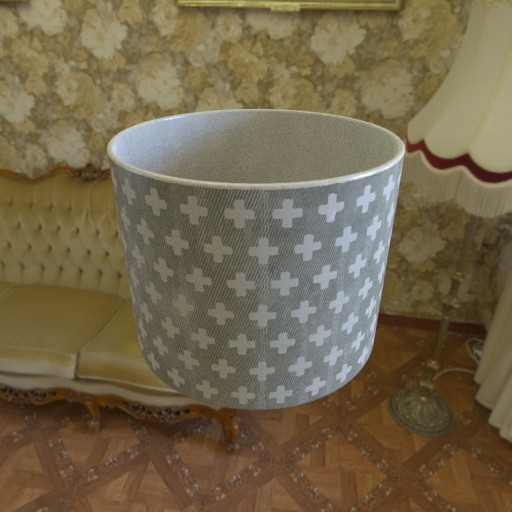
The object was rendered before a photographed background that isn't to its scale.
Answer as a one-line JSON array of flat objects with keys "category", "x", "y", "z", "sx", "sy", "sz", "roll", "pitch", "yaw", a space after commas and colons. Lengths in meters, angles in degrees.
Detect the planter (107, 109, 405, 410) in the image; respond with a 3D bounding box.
[{"category": "planter", "x": 0.000, "y": 0.000, "z": 0.338, "sx": 0.190, "sy": 0.181, "sz": 0.190, "roll": 0, "pitch": 29, "yaw": 0}]
